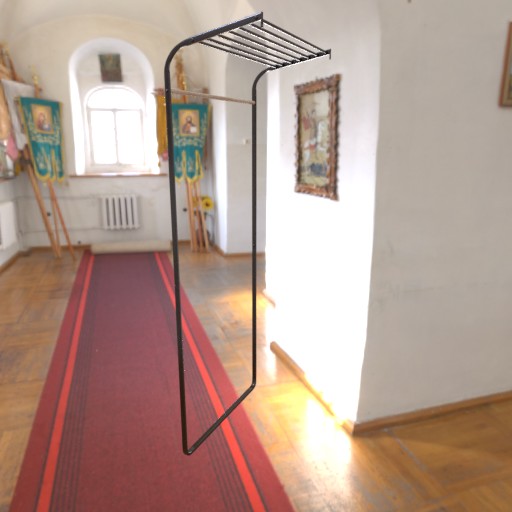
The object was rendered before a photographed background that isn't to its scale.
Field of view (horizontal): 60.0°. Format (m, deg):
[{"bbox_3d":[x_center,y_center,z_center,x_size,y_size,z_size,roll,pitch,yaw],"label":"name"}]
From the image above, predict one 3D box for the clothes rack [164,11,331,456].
[{"bbox_3d":[0.000,0.000,1.754,0.349,1.574,0.609,8,17,26],"label":"clothes rack"}]
